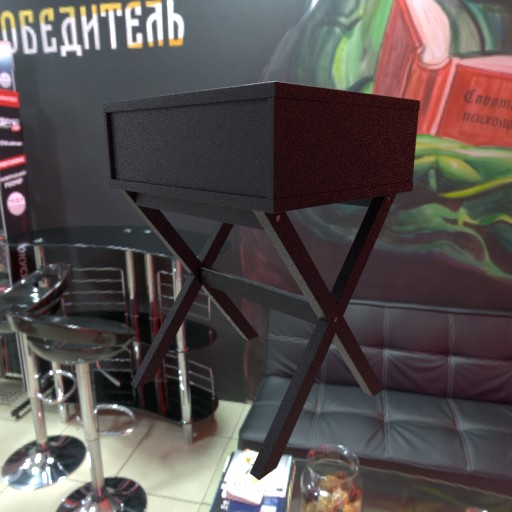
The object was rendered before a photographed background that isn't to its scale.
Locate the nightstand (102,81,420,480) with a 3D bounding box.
[{"bbox_3d":[0.000,0.000,0.944,0.402,0.623,0.479,-14,20,-43],"label":"nightstand"}]
